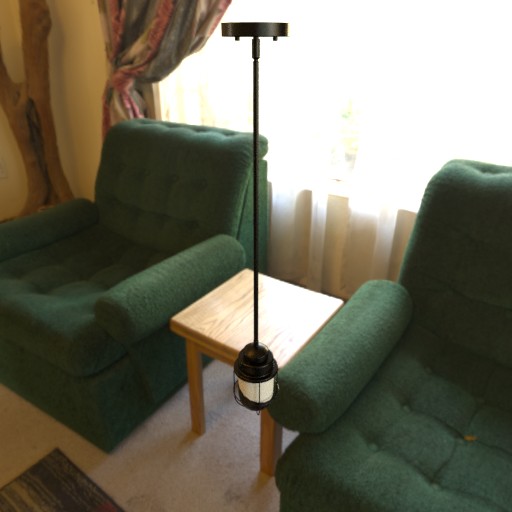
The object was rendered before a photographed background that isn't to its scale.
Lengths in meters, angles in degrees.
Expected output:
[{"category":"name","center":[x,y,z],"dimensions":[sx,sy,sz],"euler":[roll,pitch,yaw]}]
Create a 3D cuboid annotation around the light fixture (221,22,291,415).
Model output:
[{"category":"light fixture","center":[0.000,0.000,0.987],"dimensions":[0.123,0.920,0.123],"euler":[9,28,17]}]
